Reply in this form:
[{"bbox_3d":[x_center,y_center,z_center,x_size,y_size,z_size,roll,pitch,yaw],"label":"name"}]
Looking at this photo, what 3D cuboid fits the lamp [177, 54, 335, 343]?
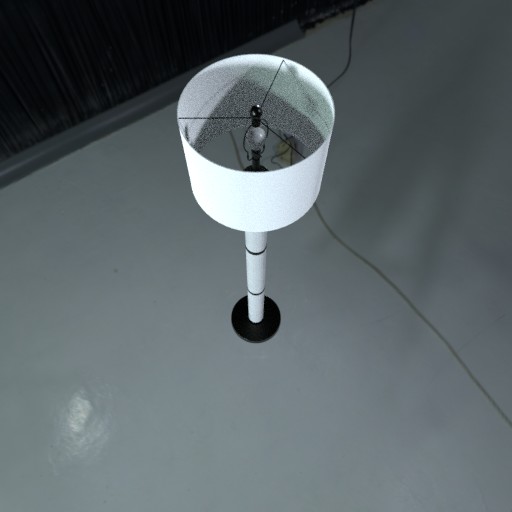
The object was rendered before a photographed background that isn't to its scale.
[{"bbox_3d":[0.000,0.000,1.765,0.377,1.599,0.377,-35,69,-16],"label":"lamp"}]
